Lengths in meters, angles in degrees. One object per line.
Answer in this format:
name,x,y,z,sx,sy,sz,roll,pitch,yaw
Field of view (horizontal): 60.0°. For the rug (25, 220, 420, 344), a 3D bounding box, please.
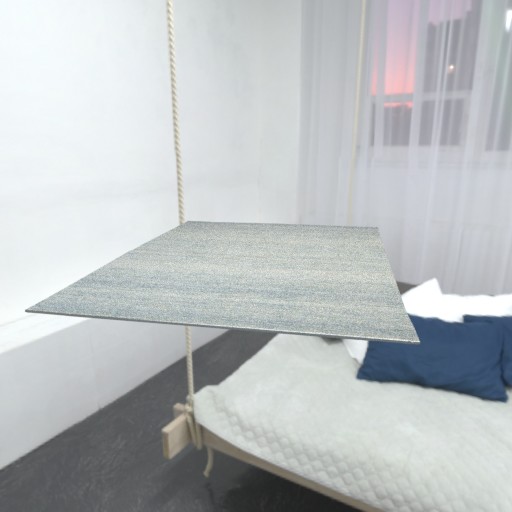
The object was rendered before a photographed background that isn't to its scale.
rug,0.000,0.000,4.181,2.461,0.046,3.237,3,15,11
